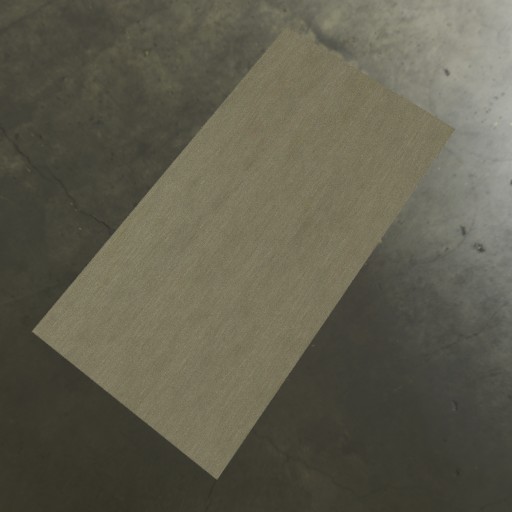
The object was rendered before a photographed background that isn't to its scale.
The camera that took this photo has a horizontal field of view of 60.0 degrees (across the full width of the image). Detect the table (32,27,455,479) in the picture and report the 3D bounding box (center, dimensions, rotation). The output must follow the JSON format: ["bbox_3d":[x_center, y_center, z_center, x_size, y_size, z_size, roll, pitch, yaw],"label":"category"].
[{"bbox_3d":[0.000,0.000,1.902,0.729,0.874,1.397,35,79,8],"label":"table"}]
